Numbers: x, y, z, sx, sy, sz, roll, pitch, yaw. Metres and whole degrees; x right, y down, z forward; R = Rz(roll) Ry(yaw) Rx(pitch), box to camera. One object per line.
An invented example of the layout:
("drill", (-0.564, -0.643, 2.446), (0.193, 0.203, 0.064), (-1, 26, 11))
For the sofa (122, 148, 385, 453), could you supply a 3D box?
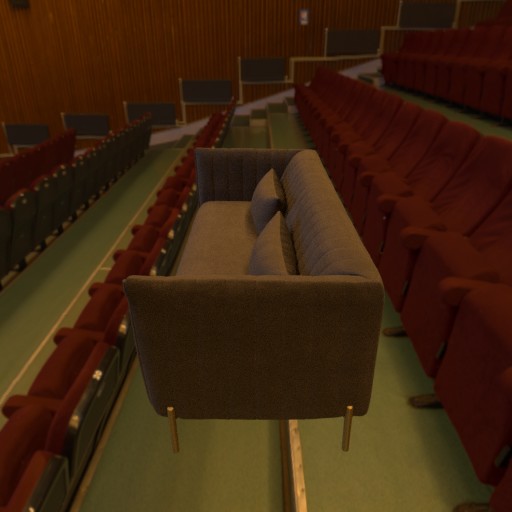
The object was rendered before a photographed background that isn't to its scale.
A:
("sofa", (0.000, 0.000, 2.453), (0.876, 0.780, 1.980), (0, 26, 0))
